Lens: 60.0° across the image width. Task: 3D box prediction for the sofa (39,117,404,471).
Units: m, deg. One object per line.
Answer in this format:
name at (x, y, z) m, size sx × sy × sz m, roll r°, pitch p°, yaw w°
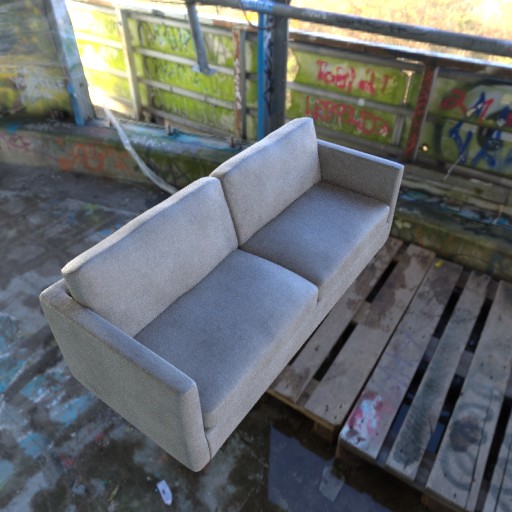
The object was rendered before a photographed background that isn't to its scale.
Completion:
sofa at (0.000, 0.000, 2.686) m, size 0.951 × 0.965 × 2.208 m, roll 25°, pitch 46°, yaw 27°
